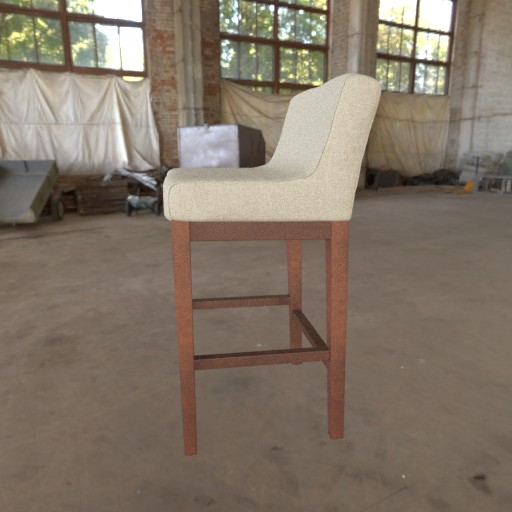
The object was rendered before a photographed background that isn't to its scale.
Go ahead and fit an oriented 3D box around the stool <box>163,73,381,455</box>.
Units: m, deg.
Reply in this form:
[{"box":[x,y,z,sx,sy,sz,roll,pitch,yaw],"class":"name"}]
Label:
[{"box":[0.000,0.000,1.285,0.500,0.937,0.511,-2,14,-9],"class":"stool"}]
